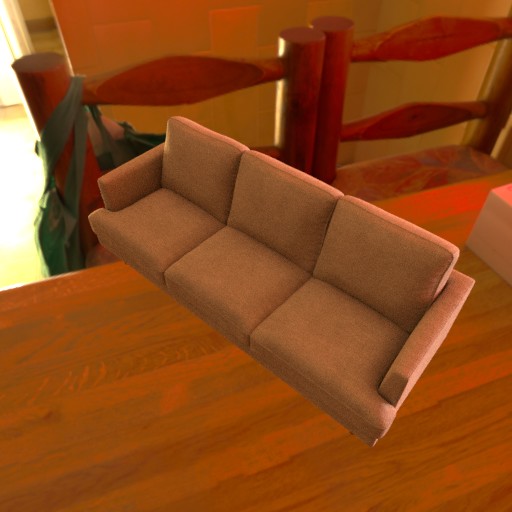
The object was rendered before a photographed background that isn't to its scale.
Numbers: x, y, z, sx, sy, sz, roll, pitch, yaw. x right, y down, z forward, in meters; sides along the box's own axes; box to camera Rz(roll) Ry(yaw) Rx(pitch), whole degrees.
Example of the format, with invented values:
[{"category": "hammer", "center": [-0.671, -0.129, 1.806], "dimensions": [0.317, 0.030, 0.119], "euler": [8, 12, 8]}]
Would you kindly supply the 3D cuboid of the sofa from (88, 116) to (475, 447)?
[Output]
[{"category": "sofa", "center": [0.000, 0.000, 2.679], "dimensions": [2.246, 0.930, 0.903], "euler": [31, 54, 27]}]
